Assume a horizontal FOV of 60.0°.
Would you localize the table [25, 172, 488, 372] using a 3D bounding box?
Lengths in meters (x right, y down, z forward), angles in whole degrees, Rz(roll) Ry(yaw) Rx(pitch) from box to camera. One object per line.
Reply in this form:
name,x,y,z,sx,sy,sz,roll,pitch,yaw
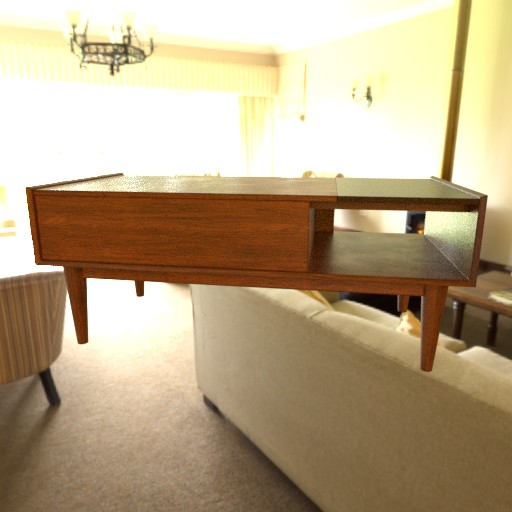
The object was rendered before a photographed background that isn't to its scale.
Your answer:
table,0.000,0.000,1.507,1.221,0.508,0.610,2,15,9
